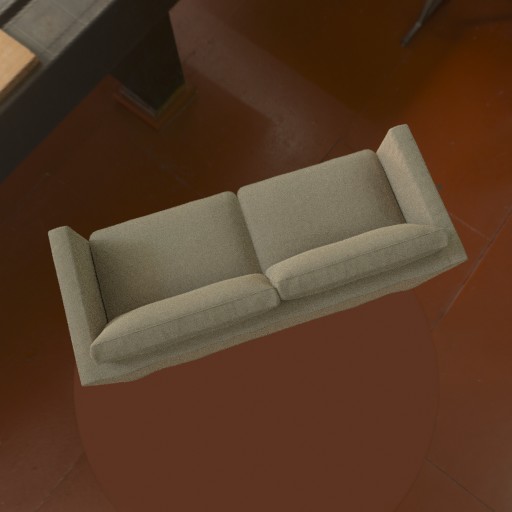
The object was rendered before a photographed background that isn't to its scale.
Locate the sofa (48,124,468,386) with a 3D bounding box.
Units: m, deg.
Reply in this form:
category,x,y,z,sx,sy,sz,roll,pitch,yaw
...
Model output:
category,x,y,z,sx,sy,sz,roll,pitch,yaw
sofa,0.000,0.000,2.823,2.296,0.847,0.956,-18,77,-4
